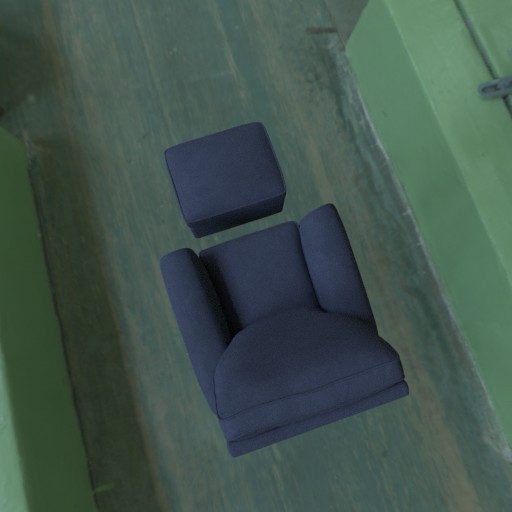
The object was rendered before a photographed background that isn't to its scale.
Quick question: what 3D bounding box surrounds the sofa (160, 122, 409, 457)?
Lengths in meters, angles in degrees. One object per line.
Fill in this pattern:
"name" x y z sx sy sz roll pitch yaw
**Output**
"sofa" 0.000 0.000 2.062 0.880 0.959 1.478 -18 77 -4
